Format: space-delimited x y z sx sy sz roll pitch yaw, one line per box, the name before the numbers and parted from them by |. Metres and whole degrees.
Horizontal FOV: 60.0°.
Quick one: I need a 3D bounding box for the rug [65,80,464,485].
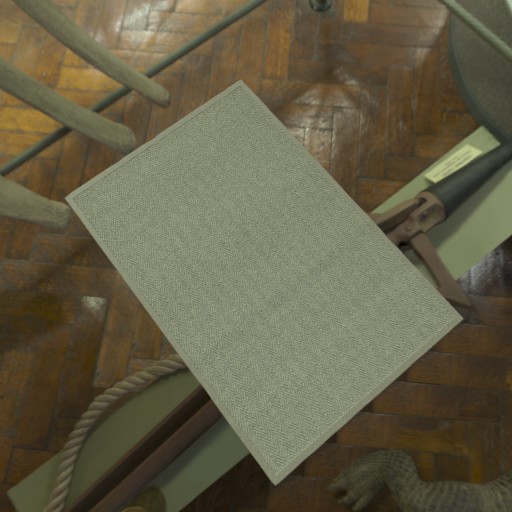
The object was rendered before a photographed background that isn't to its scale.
rug | 0.000 0.000 2.920 1.540 0.021 2.290 -37 77 -10
